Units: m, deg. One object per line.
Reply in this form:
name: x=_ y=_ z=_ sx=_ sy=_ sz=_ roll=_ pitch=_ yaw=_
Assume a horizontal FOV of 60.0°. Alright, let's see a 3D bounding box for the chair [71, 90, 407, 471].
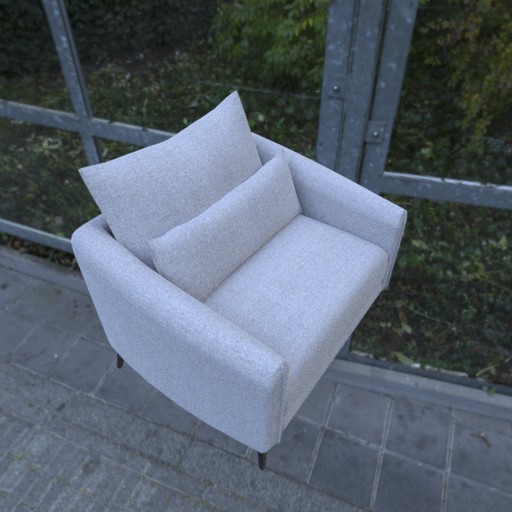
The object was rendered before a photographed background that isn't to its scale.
chair: x=0.000 y=0.000 z=1.643 sx=0.801 sy=0.856 sz=1.029 roll=25 pitch=46 yaw=26
